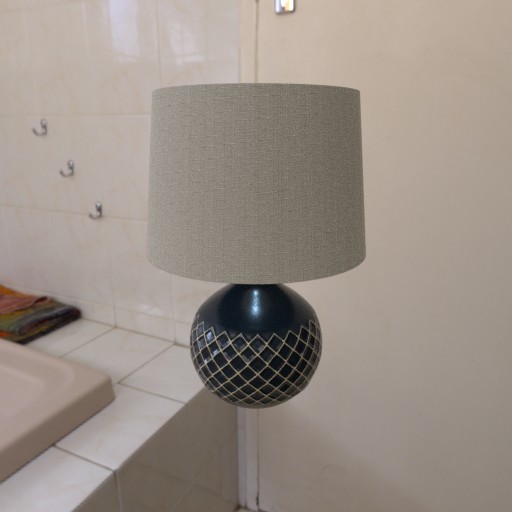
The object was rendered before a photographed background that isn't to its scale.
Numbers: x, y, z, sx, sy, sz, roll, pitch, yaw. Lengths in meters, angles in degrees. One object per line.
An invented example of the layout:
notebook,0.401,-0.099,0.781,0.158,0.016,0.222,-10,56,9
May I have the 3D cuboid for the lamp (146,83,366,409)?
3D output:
lamp,0.000,0.000,0.782,0.376,0.540,0.376,0,16,0
